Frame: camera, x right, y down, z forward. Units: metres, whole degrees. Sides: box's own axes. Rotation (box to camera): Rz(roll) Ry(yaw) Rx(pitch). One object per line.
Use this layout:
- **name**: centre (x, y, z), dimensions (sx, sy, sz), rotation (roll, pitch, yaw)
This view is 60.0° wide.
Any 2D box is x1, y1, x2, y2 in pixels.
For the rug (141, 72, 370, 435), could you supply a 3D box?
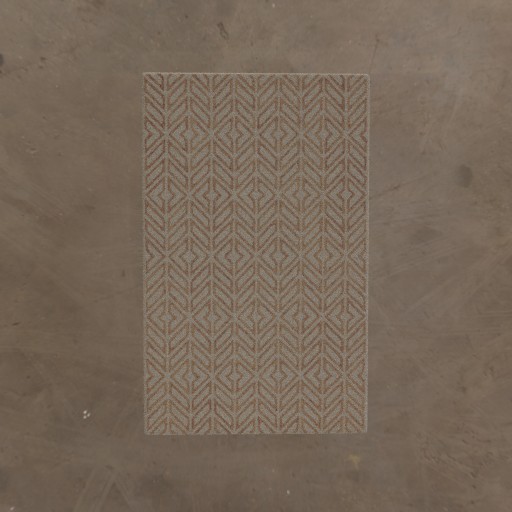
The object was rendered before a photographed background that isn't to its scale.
- **rug**: centre (0.000, 0.000, 2.993), dimensions (1.523, 0.008, 2.438), rotation (0, 92, -1)
